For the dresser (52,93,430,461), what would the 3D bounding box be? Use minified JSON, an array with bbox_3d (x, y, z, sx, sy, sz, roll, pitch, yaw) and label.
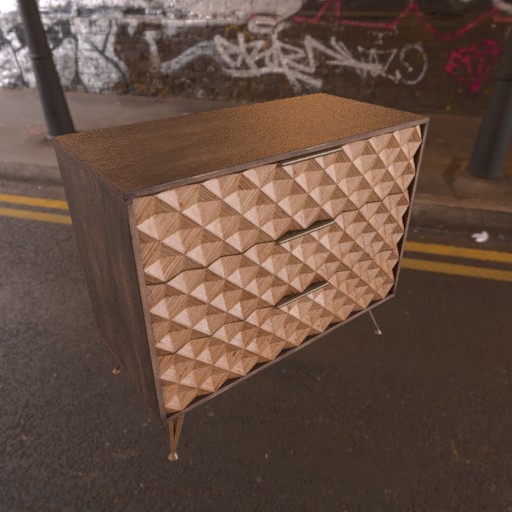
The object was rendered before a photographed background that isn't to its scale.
[{"bbox_3d":[0.000,0.000,1.384,0.923,0.801,0.453,-21,37,-31],"label":"dresser"}]
